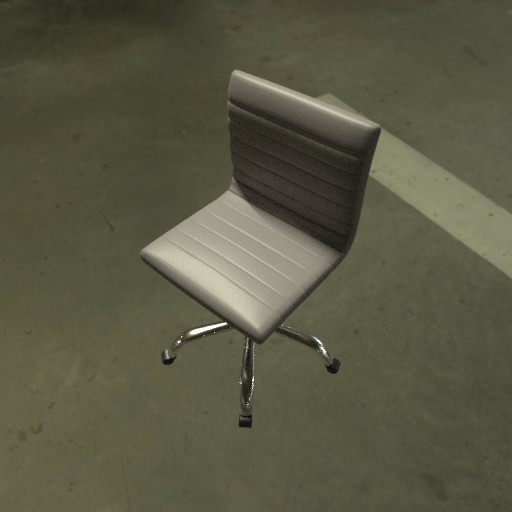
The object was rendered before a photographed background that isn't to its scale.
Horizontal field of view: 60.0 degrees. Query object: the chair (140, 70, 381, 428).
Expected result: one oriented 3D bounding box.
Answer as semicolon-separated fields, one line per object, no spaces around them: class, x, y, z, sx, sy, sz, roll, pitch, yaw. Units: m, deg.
chair;0.000;0.000;1.160;0.556;0.780;0.530;31;55;26
